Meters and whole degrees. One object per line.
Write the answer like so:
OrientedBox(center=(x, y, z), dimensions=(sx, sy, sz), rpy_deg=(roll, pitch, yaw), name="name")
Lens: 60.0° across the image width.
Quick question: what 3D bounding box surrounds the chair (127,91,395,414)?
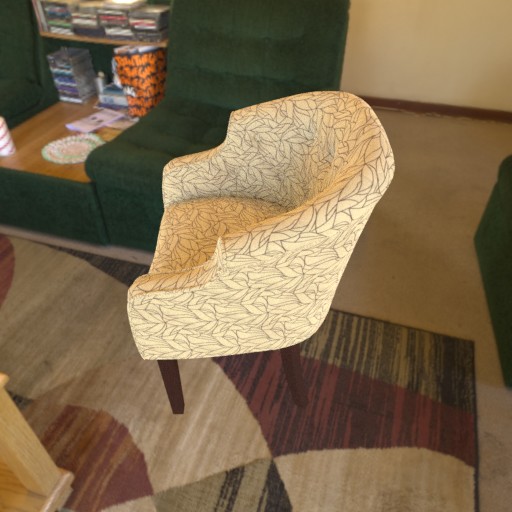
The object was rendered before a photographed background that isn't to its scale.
OrientedBox(center=(0.000, 0.000, 1.304), dimensions=(0.613, 0.858, 0.686), rpy_deg=(0, 41, 0), name="chair")
